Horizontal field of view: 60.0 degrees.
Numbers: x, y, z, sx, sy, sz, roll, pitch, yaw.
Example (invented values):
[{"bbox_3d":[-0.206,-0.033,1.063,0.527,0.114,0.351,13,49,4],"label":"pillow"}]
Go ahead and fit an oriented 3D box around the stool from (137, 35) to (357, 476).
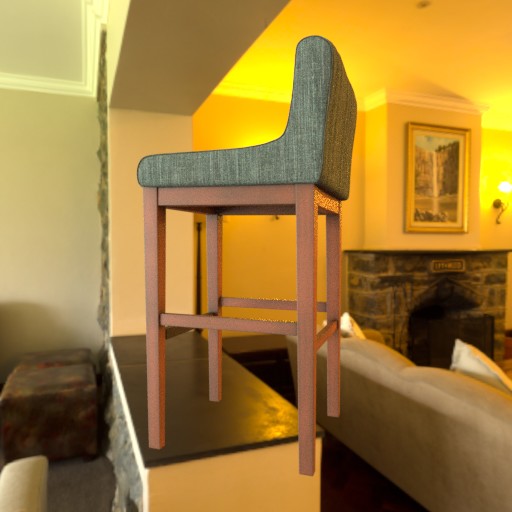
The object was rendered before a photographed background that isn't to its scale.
[{"bbox_3d":[0.000,0.000,1.214,0.499,0.965,0.426,1,2,19],"label":"stool"}]
